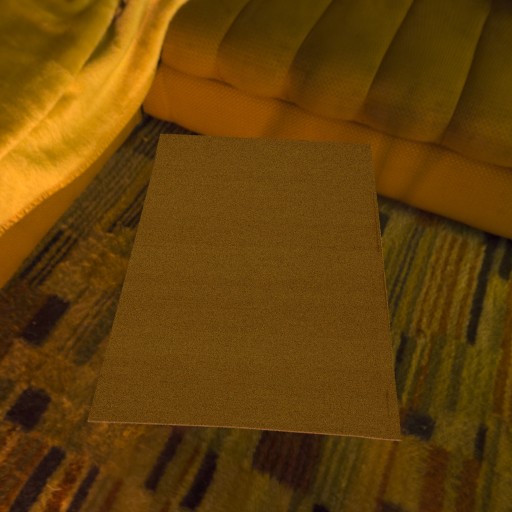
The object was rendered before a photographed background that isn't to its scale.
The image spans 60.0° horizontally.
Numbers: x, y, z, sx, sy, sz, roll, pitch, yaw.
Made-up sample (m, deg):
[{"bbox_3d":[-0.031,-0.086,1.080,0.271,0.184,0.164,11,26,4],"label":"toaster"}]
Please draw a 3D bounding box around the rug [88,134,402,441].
[{"bbox_3d":[0.000,0.000,4.253,2.434,0.045,3.202,3,58,2],"label":"rug"}]
